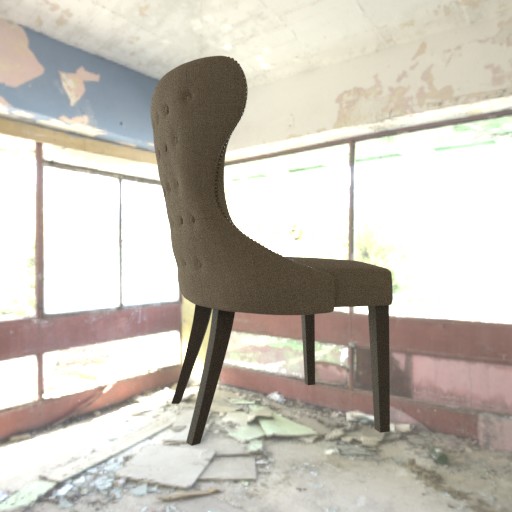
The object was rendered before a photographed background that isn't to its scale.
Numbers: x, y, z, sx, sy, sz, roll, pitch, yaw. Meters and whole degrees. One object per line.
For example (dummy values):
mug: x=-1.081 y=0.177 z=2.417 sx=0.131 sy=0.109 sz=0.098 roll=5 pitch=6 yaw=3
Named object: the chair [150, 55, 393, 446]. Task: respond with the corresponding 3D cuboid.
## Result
chair: x=0.000 y=0.000 z=1.373 sx=0.635 sy=0.967 sz=0.628 roll=0 pitch=-1 yaw=-17
